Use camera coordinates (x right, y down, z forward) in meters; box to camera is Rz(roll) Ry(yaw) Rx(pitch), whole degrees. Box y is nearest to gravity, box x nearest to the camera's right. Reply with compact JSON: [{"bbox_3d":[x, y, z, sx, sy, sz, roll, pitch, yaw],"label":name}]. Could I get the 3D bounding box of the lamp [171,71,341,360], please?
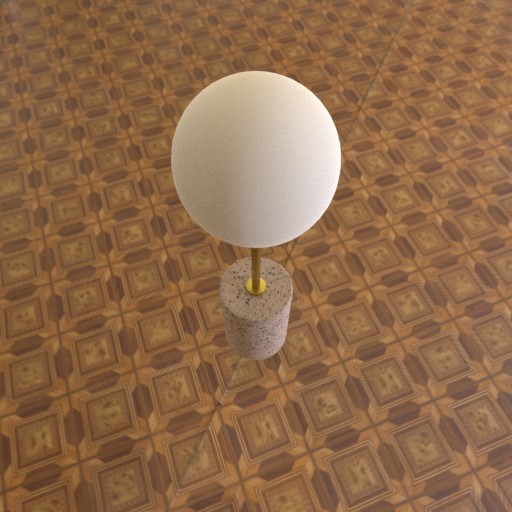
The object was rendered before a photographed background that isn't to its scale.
[{"bbox_3d":[0.000,0.000,0.545,0.153,0.480,0.153,0,58,0],"label":"lamp"}]
